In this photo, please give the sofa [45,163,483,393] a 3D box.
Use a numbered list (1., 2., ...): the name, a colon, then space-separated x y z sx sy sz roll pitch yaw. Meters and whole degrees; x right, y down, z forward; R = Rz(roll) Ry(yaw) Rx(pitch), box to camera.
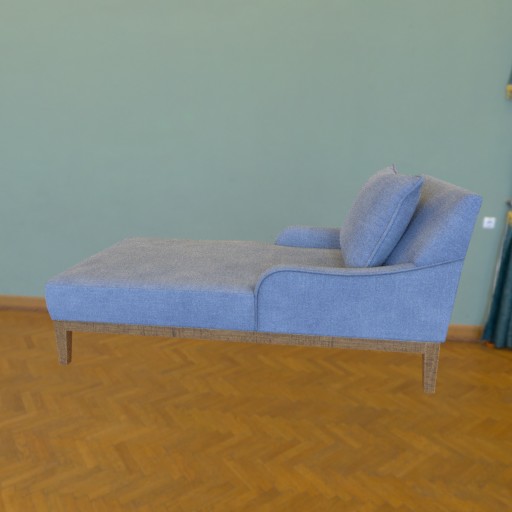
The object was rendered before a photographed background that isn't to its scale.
1. sofa: 0.000 0.000 2.230 1.779 0.883 0.904 2 15 8
